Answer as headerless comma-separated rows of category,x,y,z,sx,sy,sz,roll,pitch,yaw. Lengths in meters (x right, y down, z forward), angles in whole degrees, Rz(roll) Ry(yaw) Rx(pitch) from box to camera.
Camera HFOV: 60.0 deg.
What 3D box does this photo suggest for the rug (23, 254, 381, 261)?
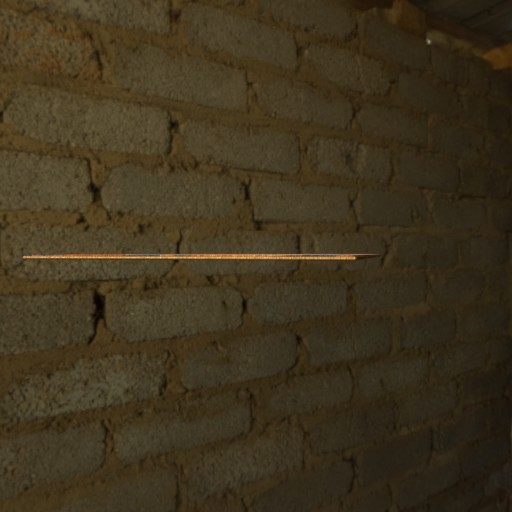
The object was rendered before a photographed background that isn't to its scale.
rug,0.000,0.000,1.078,0.557,0.008,0.863,0,0,18
